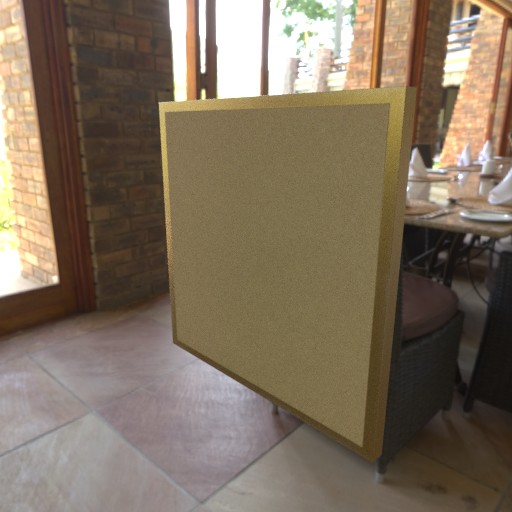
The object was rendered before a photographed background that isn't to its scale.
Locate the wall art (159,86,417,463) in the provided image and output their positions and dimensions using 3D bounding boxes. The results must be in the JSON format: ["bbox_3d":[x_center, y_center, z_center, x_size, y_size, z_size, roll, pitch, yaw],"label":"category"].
[{"bbox_3d":[0.000,0.000,1.122,0.037,0.760,0.762,-15,22,-42],"label":"wall art"}]
